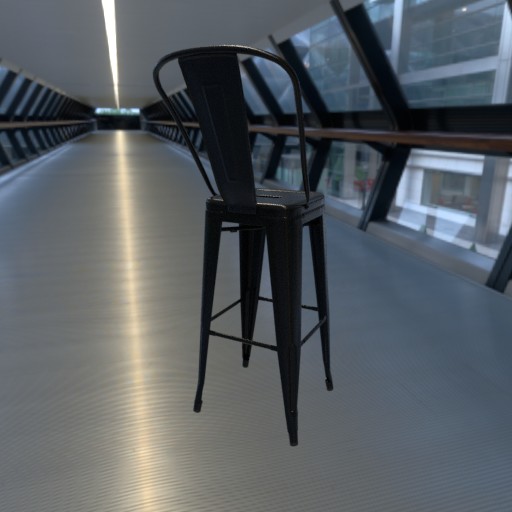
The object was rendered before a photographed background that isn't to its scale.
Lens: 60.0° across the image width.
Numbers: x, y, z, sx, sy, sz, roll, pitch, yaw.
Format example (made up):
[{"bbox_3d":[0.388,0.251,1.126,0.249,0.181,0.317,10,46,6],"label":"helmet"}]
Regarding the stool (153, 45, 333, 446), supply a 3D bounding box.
[{"bbox_3d":[0.000,0.000,1.349,0.399,1.096,0.513,8,18,27],"label":"stool"}]
